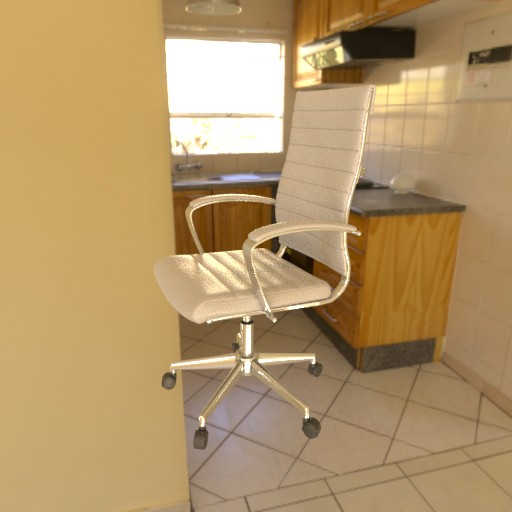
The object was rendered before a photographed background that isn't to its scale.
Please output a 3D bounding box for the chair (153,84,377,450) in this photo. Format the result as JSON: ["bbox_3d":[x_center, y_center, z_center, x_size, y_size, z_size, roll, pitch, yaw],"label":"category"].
[{"bbox_3d":[0.000,0.000,1.600,0.667,1.149,0.679,-8,19,-25],"label":"chair"}]
